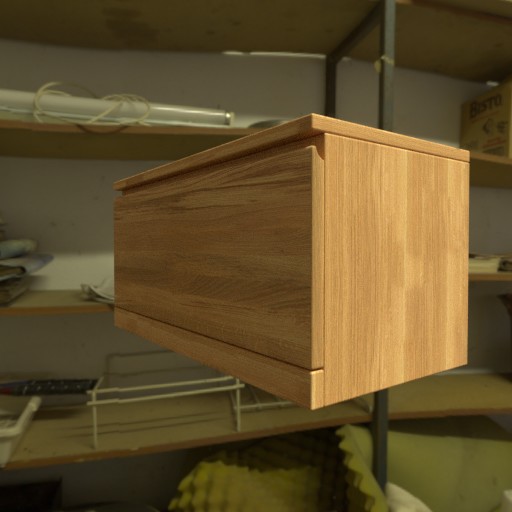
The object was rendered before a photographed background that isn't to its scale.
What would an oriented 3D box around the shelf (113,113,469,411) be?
[{"bbox_3d":[0.000,0.000,1.033,0.400,0.400,0.800,-1,2,-36],"label":"shelf"}]
